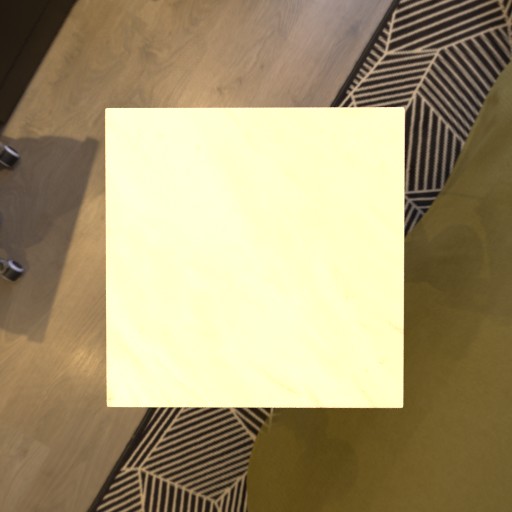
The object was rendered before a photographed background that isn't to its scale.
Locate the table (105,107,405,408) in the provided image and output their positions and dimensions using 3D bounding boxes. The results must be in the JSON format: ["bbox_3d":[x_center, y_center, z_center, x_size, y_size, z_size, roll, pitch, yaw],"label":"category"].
[{"bbox_3d":[0.000,0.000,0.817,0.455,0.431,0.455,0,91,1],"label":"table"}]
